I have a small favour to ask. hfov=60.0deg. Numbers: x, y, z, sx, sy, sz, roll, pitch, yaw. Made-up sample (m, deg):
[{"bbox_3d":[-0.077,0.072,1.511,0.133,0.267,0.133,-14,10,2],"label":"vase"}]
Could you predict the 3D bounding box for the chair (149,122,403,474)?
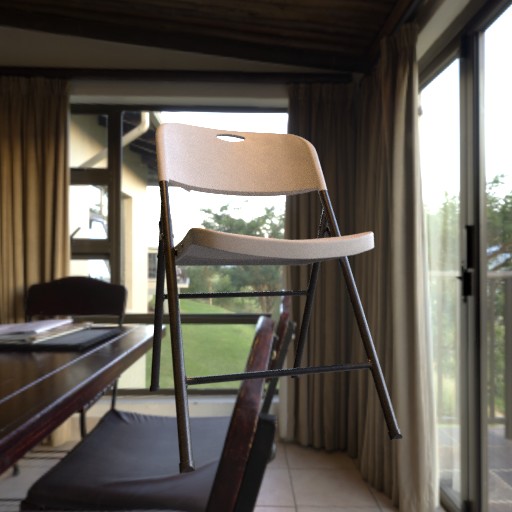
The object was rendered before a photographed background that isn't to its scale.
[{"bbox_3d":[0.000,0.000,1.161,0.494,0.810,0.566,0,-1,-19],"label":"chair"}]
